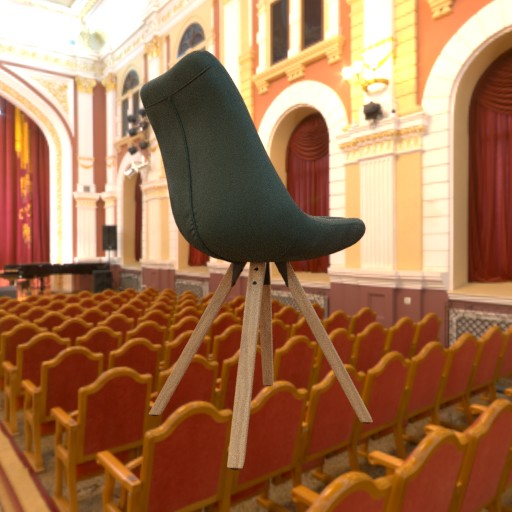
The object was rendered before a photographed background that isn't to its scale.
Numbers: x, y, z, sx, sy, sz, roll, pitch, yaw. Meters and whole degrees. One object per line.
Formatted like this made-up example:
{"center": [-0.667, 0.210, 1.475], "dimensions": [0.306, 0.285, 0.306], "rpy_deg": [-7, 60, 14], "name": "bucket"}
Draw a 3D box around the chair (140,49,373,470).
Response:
{"center": [0.000, 0.000, 1.181], "dimensions": [0.547, 0.865, 0.483], "rpy_deg": [0, 1, -38], "name": "chair"}
